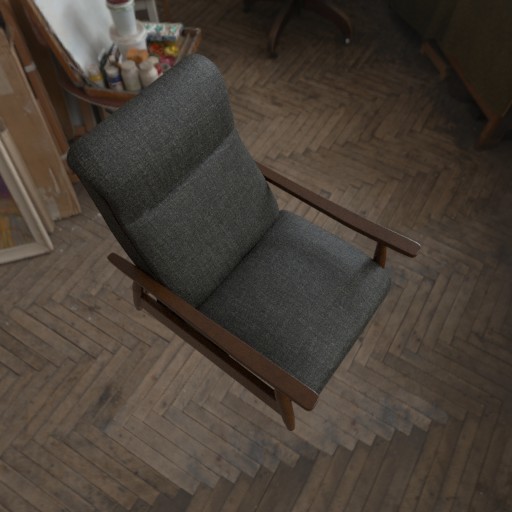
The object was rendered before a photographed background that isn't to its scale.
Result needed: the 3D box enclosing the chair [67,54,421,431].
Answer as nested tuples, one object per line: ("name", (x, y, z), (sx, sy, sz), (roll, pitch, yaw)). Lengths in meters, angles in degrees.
("chair", (0.000, 0.000, 1.759), (1.014, 1.082, 0.762), (34, 66, 17))
